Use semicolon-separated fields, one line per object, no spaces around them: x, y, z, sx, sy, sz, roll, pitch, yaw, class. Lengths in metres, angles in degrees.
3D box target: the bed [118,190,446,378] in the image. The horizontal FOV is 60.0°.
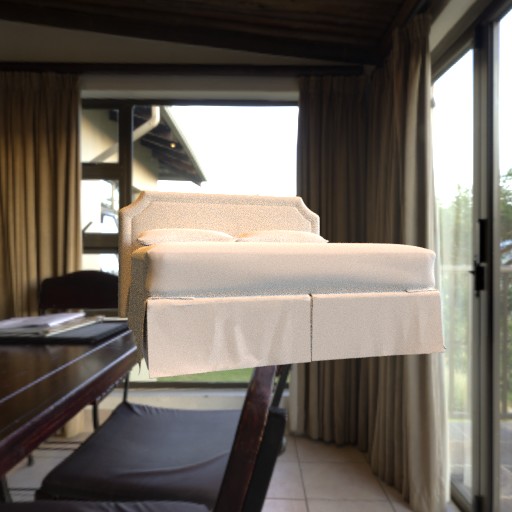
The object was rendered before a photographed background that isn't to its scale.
0.000;0.000;3.672;2.160;1.301;2.204;0;0;-18;bed
